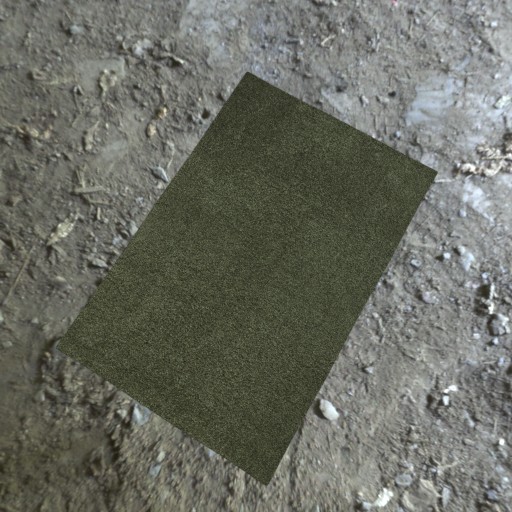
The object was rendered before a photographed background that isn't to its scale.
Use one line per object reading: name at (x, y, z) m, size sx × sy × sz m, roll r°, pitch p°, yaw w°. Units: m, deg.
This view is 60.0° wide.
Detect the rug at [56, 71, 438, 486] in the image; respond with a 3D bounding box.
rug at (0.000, 0.000, 3.407) m, size 1.802 × 0.026 × 2.699 m, roll 30°, pitch 78°, yaw 7°
